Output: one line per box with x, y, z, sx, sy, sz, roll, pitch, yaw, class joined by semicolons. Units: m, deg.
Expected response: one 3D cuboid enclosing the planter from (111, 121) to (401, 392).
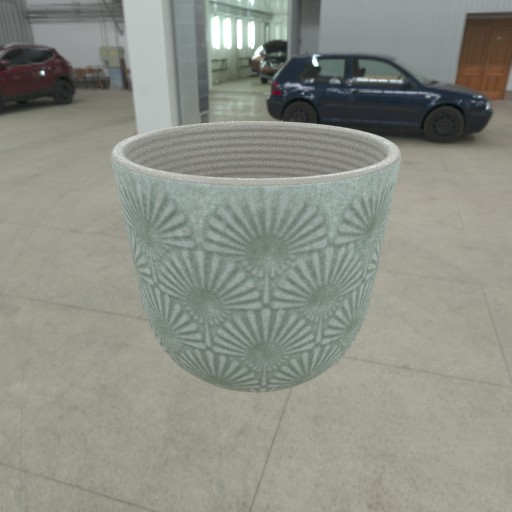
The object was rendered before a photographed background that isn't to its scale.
0.000;0.000;0.301;0.170;0.152;0.170;0;26;0;planter
